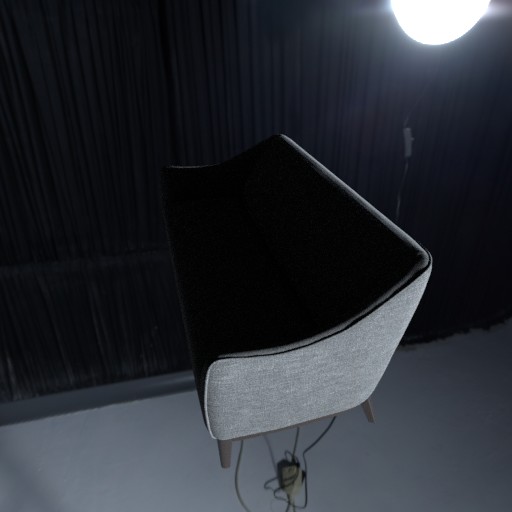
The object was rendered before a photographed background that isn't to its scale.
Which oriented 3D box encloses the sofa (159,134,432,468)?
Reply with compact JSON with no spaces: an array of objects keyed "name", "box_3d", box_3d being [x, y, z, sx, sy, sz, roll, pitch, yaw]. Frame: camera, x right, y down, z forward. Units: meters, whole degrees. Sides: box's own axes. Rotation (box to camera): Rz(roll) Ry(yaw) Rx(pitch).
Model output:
[{"name":"sofa","box_3d":[0.000,0.000,2.346,0.867,0.829,1.928,-8,31,-13]}]
